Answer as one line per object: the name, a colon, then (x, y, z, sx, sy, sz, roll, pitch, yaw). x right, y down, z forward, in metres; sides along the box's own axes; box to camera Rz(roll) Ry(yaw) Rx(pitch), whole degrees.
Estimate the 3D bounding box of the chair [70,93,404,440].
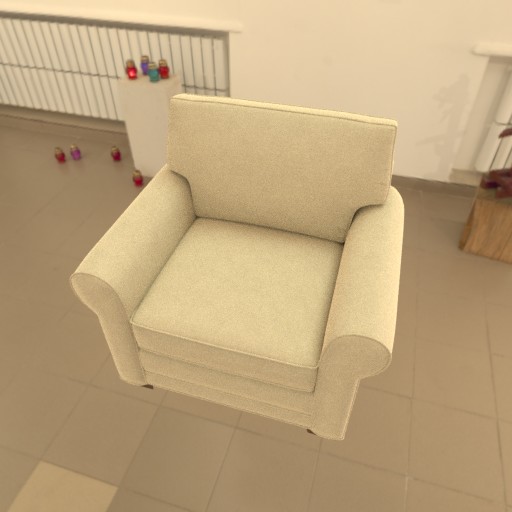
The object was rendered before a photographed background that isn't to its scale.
chair: (0.000, 0.000, 1.703, 1.040, 0.955, 0.863, 11, 43, 12)
